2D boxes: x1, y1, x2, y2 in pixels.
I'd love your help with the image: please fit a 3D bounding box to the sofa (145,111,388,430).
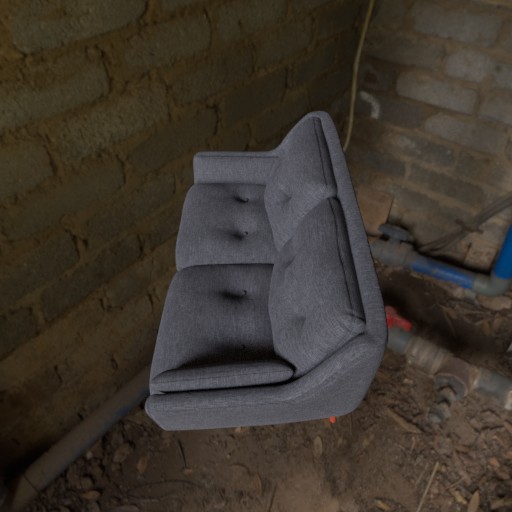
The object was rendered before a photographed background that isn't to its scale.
[{"bbox_3d":[0.000,0.000,2.454,0.975,0.896,1.929,0,43,0],"label":"sofa"}]
